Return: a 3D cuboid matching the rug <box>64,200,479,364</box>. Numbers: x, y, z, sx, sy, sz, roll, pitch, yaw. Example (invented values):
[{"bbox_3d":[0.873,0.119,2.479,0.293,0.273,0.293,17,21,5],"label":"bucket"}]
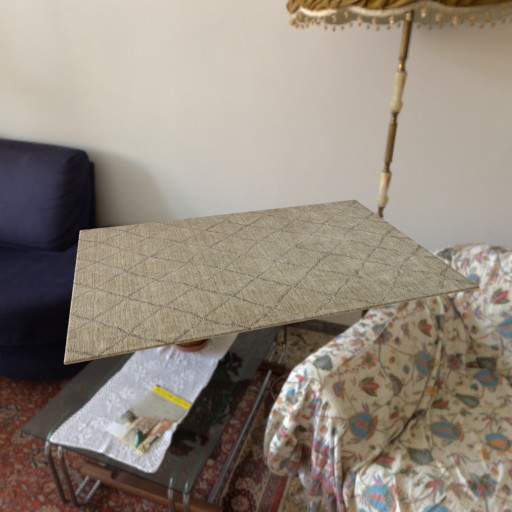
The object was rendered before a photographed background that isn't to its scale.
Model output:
[{"bbox_3d":[0.000,0.000,2.951,2.280,0.015,1.521,-8,29,-15],"label":"rug"}]
